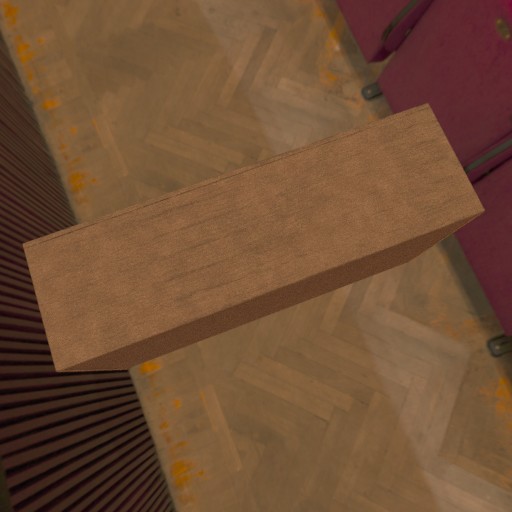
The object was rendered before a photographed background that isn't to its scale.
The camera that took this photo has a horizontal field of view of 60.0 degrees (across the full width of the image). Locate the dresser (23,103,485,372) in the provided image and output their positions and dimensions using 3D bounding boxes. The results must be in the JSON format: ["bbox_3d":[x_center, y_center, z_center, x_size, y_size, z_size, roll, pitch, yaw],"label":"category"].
[{"bbox_3d":[0.000,0.000,2.051,1.628,0.889,0.483,-20,77,-5],"label":"dresser"}]
